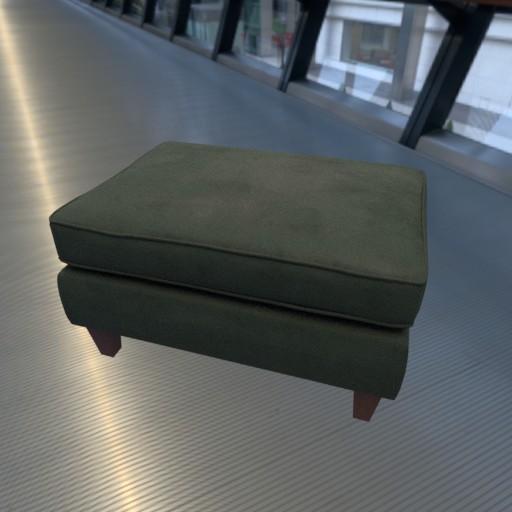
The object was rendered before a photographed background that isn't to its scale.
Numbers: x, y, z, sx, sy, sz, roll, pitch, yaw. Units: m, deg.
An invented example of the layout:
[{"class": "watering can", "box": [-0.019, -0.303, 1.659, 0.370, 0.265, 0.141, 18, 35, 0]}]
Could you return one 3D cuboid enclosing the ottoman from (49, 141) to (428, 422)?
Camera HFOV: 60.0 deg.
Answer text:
[{"class": "ottoman", "box": [0.000, 0.000, 1.262, 0.864, 0.495, 0.632, 10, 34, 15]}]
